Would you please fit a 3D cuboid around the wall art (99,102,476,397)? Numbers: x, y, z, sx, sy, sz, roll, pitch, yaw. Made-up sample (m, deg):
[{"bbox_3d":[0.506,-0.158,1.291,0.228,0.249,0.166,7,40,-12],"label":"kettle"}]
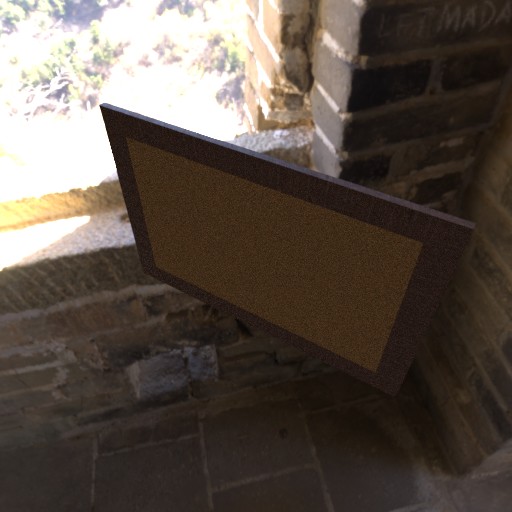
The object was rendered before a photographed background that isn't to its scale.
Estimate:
[{"bbox_3d":[0.000,0.000,1.184,0.917,0.626,0.019,23,50,21],"label":"wall art"}]
